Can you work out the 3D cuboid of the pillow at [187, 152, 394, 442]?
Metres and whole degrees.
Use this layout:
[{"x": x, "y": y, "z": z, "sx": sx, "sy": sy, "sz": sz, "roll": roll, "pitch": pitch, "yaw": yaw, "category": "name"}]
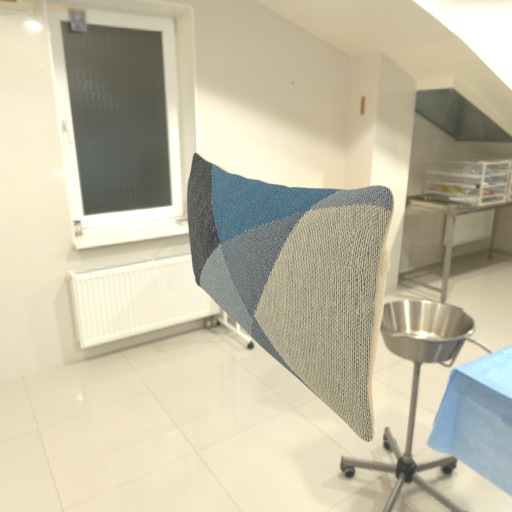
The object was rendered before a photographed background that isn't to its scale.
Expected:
[{"x": 0.000, "y": 0.000, "z": 0.739, "sx": 0.148, "sy": 0.307, "sz": 0.604, "roll": -9, "pitch": 19, "yaw": -26, "category": "pillow"}]
